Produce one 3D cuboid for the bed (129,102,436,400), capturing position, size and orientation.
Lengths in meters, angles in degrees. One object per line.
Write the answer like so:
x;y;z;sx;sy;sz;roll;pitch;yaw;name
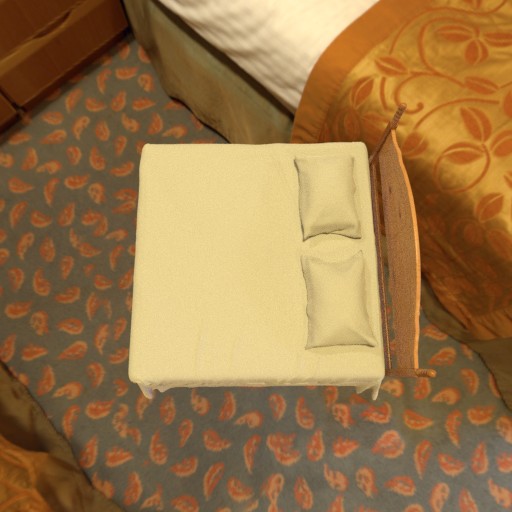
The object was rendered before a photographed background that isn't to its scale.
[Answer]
0.000;0.000;3.583;2.219;1.355;2.322;-1;75;0;bed
